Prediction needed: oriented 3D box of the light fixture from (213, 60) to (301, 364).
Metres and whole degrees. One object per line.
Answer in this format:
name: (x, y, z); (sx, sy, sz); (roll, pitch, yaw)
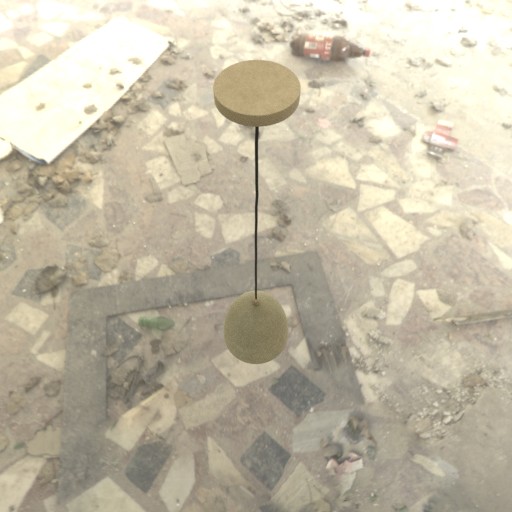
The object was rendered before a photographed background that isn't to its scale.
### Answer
light fixture: (0.000, 0.000, 0.852); (0.170, 0.759, 0.170); (-17, 59, -11)
